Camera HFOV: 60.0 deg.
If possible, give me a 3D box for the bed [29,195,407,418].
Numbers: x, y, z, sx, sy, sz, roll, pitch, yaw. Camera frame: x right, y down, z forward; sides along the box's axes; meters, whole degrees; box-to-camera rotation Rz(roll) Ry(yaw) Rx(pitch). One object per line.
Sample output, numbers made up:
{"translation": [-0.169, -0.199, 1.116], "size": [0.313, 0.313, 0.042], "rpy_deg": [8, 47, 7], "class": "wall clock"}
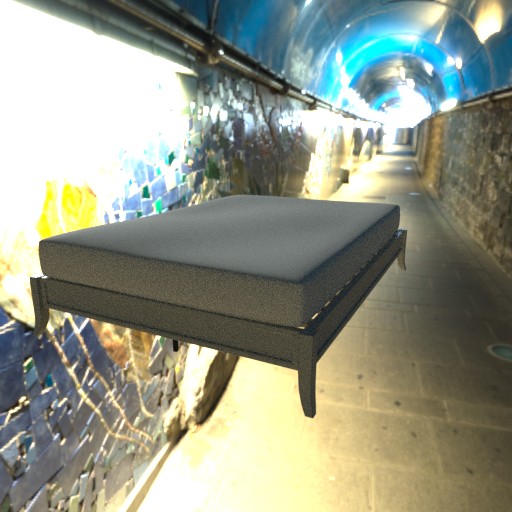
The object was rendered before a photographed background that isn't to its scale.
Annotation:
{"translation": [0.000, 0.000, 2.648], "size": [1.460, 0.510, 1.985], "rpy_deg": [8, 17, 26], "class": "bed"}
